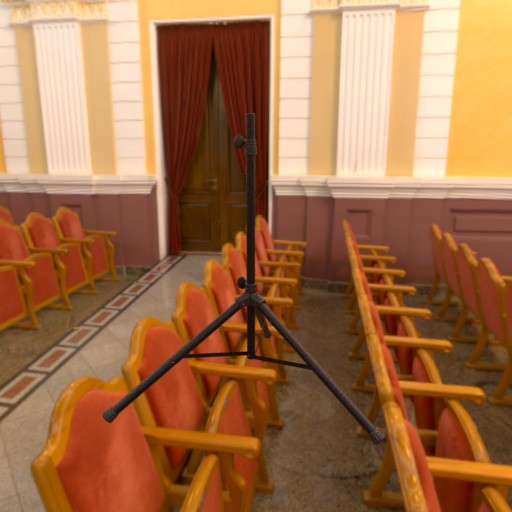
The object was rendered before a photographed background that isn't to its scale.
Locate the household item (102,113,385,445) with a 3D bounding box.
[{"bbox_3d":[0.000,0.000,1.890,1.045,1.136,0.907,2,14,9],"label":"household item"}]
